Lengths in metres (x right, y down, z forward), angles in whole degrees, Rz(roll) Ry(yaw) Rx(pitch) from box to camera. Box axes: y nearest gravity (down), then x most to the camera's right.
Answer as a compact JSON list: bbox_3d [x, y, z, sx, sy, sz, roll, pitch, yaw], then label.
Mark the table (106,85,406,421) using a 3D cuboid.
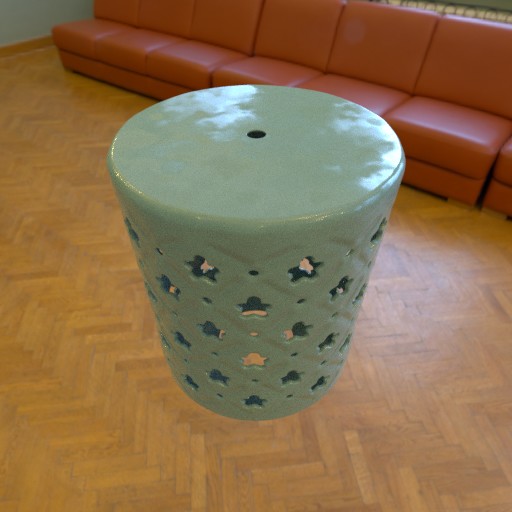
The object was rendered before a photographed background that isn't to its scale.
[{"bbox_3d":[0.000,0.000,0.655,0.352,0.387,0.352,0,41,0],"label":"table"}]
